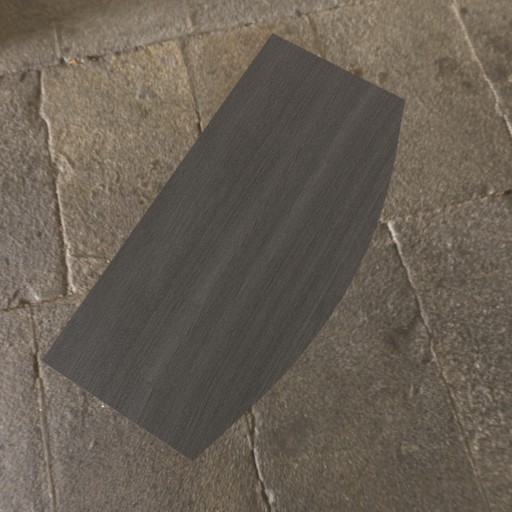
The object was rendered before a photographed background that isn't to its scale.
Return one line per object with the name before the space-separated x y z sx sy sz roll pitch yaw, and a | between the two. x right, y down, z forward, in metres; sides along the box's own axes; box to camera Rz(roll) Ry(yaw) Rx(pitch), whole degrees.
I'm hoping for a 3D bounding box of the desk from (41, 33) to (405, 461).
desk | 0.000 0.000 2.041 0.802 0.750 1.600 30 77 7
